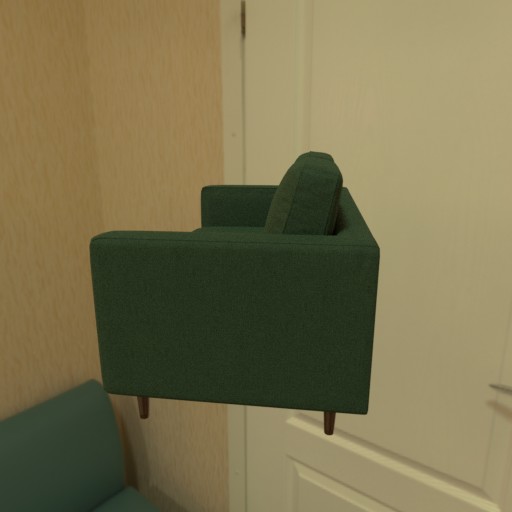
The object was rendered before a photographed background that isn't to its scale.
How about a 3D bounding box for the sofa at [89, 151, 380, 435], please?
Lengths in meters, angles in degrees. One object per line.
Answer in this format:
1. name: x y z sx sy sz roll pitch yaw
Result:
1. sofa: 0.000 0.000 1.999 0.879 0.899 1.430 2 15 7
